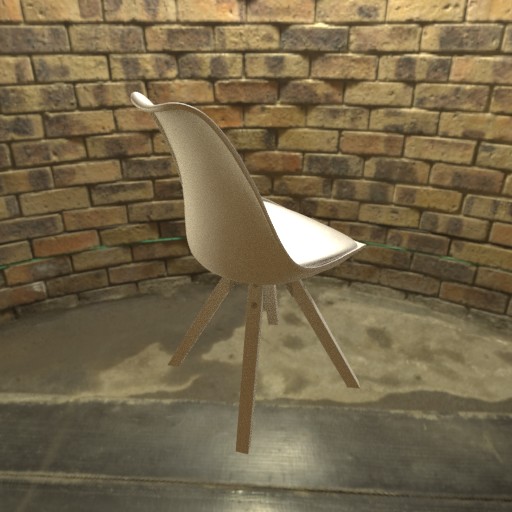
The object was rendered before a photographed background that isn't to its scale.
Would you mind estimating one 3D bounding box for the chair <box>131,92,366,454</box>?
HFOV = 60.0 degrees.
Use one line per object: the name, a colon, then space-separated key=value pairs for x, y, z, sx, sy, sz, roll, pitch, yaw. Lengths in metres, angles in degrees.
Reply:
chair: x=0.000 y=0.000 z=1.201 sx=0.550 sy=0.850 sz=0.485 roll=-17 pitch=31 yaw=-31
